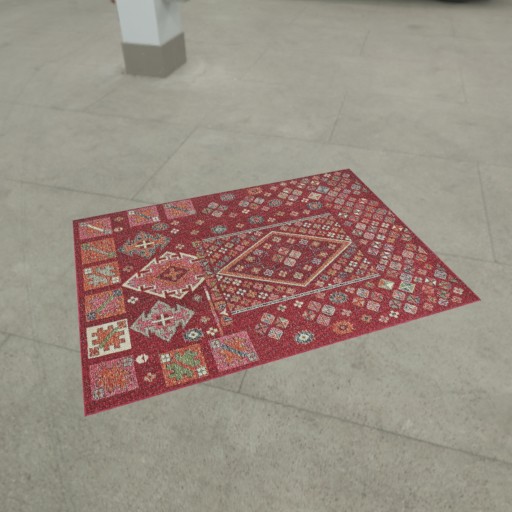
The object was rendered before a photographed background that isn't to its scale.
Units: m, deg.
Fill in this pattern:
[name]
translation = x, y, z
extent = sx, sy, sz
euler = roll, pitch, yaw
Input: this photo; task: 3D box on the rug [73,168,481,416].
[rug]
translation = 0.000, 0.000, 2.828
extent = 2.184, 0.007, 1.579
euler = -13, 42, -14
